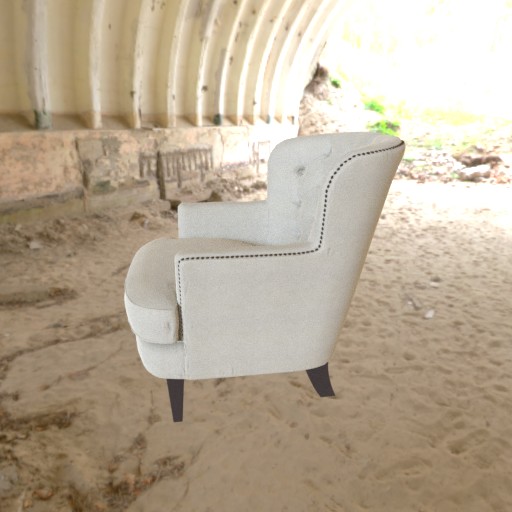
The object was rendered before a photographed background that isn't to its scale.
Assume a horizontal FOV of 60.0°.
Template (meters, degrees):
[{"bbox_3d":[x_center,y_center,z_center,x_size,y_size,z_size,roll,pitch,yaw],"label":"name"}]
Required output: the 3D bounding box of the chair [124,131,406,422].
[{"bbox_3d":[0.000,0.000,1.611,0.906,0.868,0.848,-3,17,-9],"label":"chair"}]
